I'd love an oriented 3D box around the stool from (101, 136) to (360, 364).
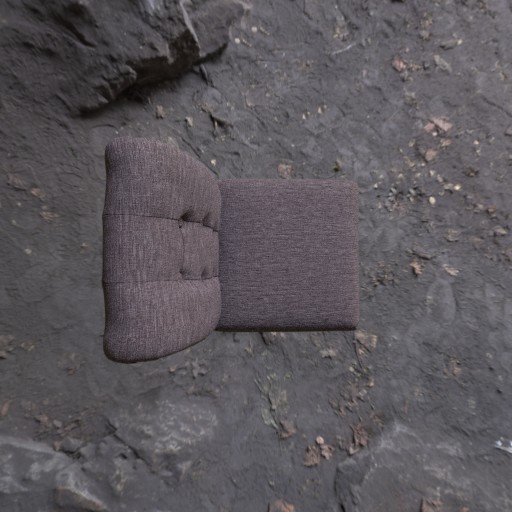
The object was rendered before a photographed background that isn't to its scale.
[{"bbox_3d":[0.000,0.000,1.401,0.613,1.131,0.452,0,89,0],"label":"stool"}]
